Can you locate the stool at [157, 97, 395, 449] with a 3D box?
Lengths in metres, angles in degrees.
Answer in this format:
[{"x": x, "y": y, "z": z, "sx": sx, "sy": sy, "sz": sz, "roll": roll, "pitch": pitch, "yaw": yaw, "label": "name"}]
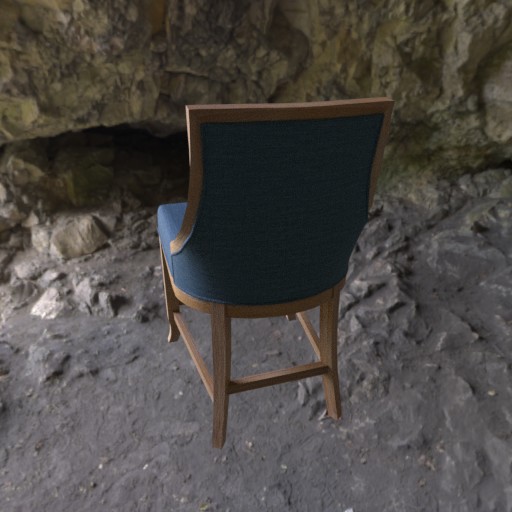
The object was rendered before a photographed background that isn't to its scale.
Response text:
[{"x": 0.000, "y": 0.000, "z": 1.319, "sx": 0.524, "sy": 0.938, "sz": 0.626, "roll": -8, "pitch": 27, "yaw": -15, "label": "stool"}]
